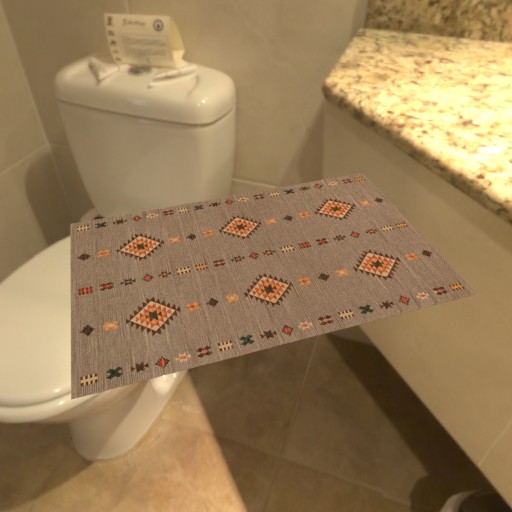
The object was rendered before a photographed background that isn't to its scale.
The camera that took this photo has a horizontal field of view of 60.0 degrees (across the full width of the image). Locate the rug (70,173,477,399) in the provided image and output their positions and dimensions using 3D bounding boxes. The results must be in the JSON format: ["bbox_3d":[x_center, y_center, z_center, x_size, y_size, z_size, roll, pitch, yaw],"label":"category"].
[{"bbox_3d":[0.000,0.000,3.041,2.427,0.007,1.515,-12,43,-13],"label":"rug"}]
